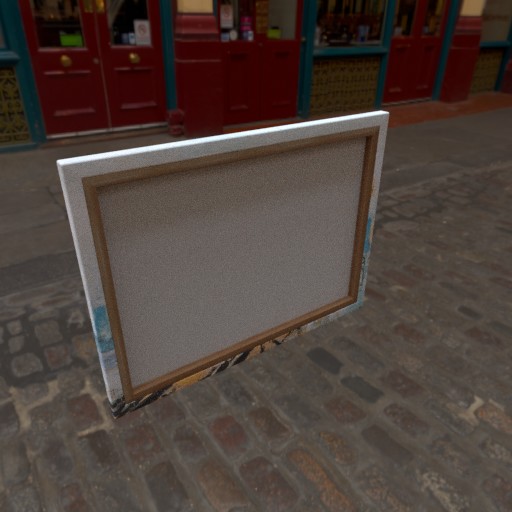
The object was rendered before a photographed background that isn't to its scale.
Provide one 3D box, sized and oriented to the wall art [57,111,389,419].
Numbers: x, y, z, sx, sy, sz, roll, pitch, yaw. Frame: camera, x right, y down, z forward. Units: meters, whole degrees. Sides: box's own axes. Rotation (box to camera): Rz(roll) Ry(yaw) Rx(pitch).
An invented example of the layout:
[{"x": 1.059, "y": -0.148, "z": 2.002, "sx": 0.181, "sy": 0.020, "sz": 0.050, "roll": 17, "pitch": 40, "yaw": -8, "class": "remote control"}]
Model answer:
[{"x": 0.000, "y": 0.000, "z": 1.372, "sx": 1.016, "sy": 0.762, "sz": 0.038, "roll": -18, "pitch": 33, "yaw": -30, "class": "wall art"}]
